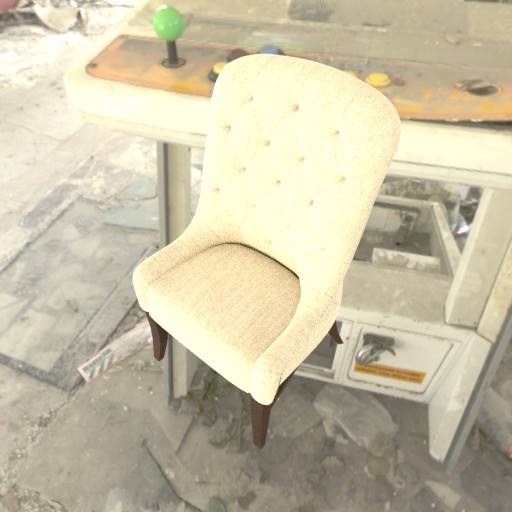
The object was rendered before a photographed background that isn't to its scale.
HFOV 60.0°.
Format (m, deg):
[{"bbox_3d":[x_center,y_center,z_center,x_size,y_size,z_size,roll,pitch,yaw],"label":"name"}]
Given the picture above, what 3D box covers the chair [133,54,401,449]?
[{"bbox_3d":[0.000,0.000,1.475,0.634,1.091,0.629,31,53,27],"label":"chair"}]
